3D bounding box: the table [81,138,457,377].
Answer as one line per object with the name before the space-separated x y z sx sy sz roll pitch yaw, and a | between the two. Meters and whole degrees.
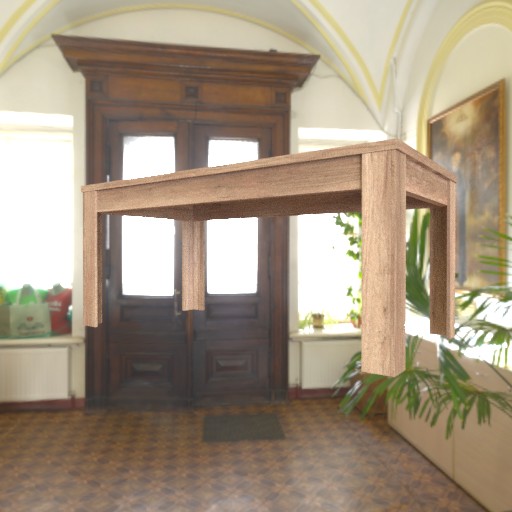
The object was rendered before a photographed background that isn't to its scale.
table | 0.000 0.000 2.352 1.800 0.790 0.900 0 1 36
